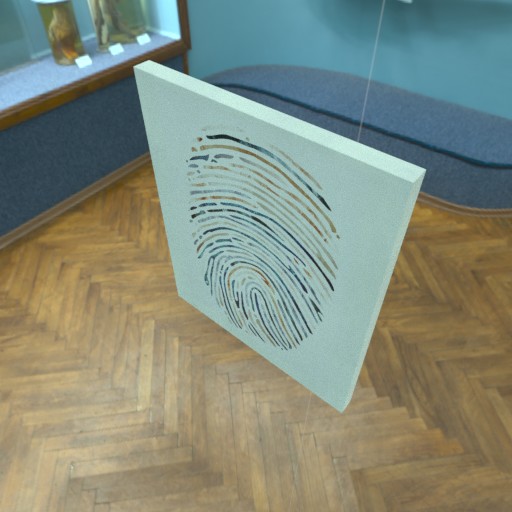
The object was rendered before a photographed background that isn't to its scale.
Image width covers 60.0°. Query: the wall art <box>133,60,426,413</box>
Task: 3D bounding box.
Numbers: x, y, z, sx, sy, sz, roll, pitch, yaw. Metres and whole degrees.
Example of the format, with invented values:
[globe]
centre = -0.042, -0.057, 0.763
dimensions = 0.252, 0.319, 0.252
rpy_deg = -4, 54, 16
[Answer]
[wall art]
centre = 0.000, 0.000, 0.857
dimensions = 0.508, 0.606, 0.037
rpy_deg = 31, 53, 26
